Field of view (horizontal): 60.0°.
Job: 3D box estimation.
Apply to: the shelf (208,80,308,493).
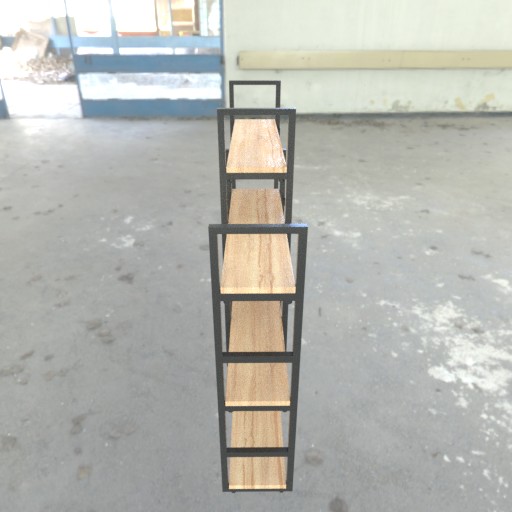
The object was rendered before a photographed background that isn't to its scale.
[{"bbox_3d":[0.000,0.000,1.369,0.183,0.921,0.946,0,27,0],"label":"shelf"}]
